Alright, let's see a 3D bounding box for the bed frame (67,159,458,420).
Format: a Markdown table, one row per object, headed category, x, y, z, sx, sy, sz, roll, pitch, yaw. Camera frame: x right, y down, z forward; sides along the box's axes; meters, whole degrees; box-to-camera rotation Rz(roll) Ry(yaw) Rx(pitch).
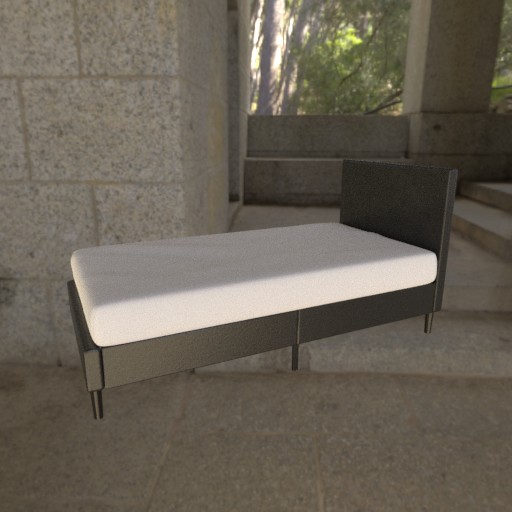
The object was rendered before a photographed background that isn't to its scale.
| category | x | y | z | sx | sy | sz | roll | pitch | yaw |
| --- | --- | --- | --- | --- | --- | --- | --- | --- | --- |
| bed frame | 0.000 | 0.000 | 2.545 | 2.152 | 1.046 | 1.038 | -7 | 17 | -25 |
